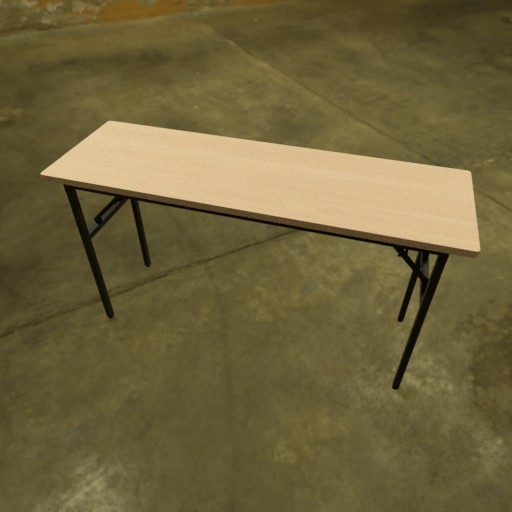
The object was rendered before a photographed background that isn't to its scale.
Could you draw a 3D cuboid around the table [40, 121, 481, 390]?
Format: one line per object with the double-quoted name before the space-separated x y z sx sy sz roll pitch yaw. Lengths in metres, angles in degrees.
"table" 0.000 0.000 1.750 1.397 0.750 0.447 11 42 13
